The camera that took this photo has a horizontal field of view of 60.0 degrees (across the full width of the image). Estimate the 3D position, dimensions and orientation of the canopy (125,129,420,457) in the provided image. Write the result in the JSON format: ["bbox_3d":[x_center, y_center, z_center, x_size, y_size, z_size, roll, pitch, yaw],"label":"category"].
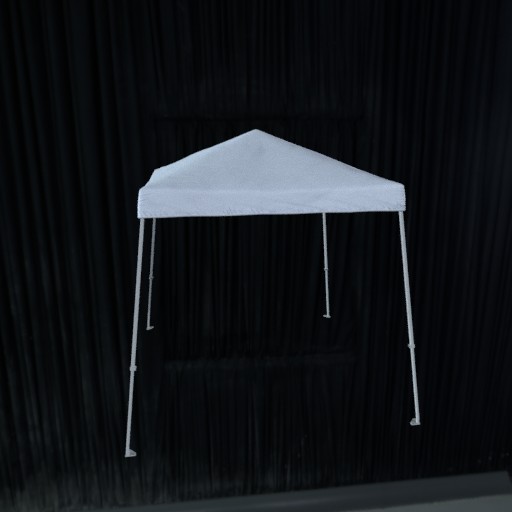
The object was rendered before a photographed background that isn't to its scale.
[{"bbox_3d":[0.000,0.000,6.552,3.599,3.600,3.600,-2,15,-9],"label":"canopy"}]
